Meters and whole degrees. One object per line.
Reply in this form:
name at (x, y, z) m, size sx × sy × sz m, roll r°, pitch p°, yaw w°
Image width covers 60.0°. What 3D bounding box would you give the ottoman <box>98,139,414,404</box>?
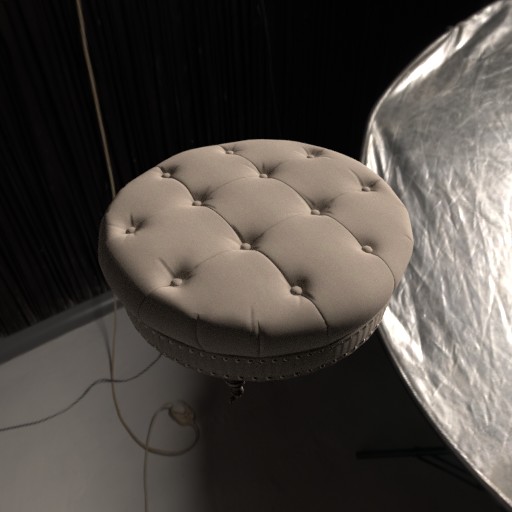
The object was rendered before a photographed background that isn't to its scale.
ottoman at (0.000, 0.000, 1.399) m, size 0.901 × 0.439 × 0.901 m, roll 0°, pitch 42°, yaw 0°
